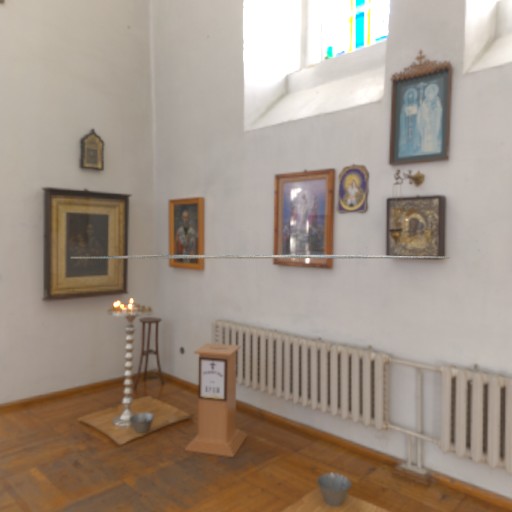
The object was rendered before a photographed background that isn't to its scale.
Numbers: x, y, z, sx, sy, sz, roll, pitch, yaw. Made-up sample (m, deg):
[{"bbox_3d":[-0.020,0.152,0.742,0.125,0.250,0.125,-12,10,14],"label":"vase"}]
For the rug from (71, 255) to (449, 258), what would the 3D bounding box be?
[{"bbox_3d":[0.000,0.000,2.948,1.507,0.007,2.433,0,0,-1],"label":"rug"}]
